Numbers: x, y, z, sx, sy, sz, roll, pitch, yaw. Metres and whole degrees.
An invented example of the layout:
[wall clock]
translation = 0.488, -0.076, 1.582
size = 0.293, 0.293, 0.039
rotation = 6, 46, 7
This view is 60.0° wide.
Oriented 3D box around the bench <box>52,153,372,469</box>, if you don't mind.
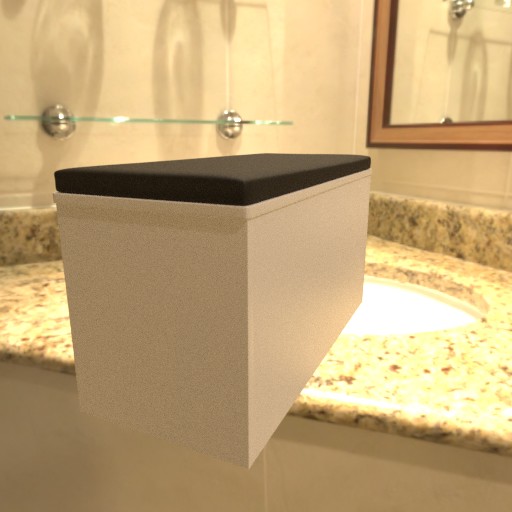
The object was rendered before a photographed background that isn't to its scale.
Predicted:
[bench]
translation = 0.000, 0.000, 1.169
size = 0.401, 0.500, 0.899
rotation = 7, 17, 25
